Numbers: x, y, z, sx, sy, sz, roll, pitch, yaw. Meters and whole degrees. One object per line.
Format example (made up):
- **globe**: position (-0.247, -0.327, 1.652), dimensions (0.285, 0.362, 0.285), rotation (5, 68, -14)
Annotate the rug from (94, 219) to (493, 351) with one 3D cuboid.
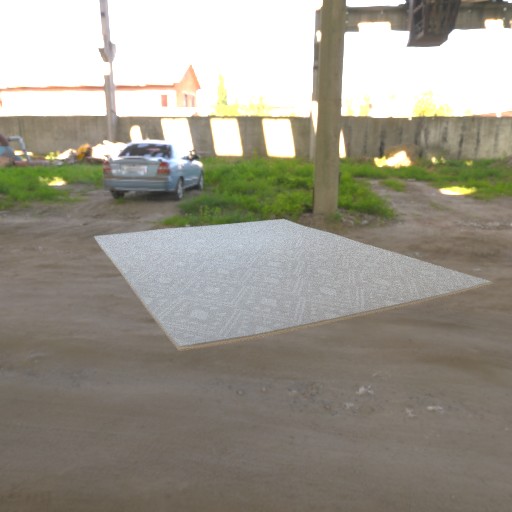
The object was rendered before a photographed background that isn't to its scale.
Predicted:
- **rug**: position (0.000, 0.000, 4.018), dimensions (2.399, 0.054, 3.011), rotation (-7, 16, -26)
